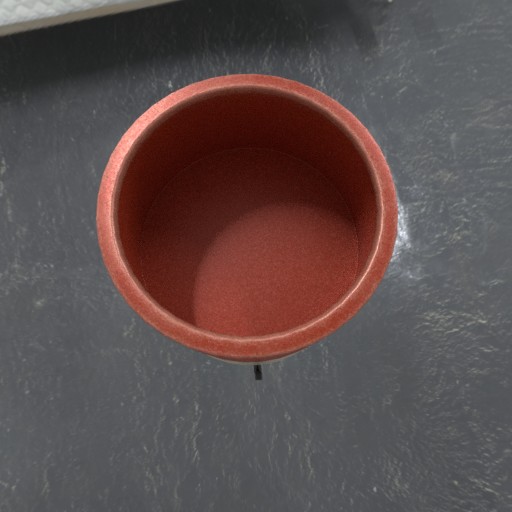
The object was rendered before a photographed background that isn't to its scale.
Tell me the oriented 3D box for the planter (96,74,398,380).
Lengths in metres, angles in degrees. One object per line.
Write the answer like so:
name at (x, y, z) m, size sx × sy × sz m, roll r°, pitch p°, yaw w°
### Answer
planter at (0.000, 0.000, 0.511) m, size 0.251 × 0.354 × 0.235 m, roll -32°, pitch 78°, yaw -8°
